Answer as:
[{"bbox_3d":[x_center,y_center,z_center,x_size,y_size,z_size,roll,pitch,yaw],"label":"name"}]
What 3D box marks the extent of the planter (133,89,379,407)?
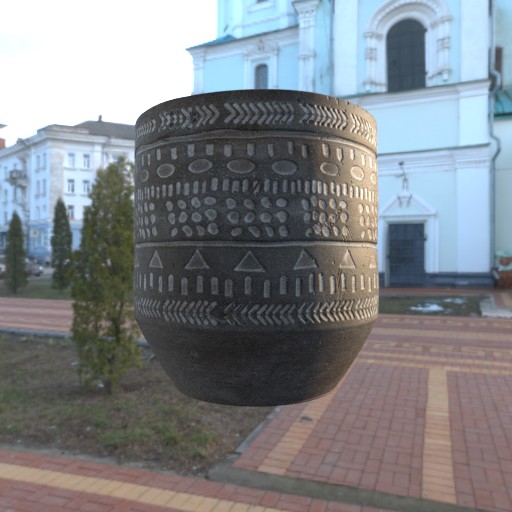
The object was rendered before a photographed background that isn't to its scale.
[{"bbox_3d":[0.000,0.000,0.228,0.122,0.128,0.122,0,0,0],"label":"planter"}]
